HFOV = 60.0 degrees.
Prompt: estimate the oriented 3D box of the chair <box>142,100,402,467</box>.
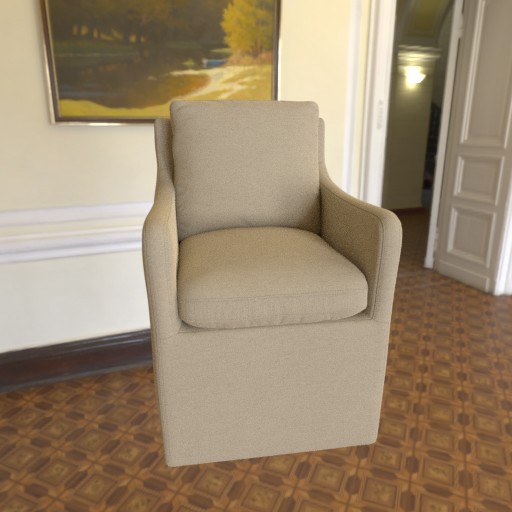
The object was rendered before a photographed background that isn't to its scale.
[{"bbox_3d":[0.000,0.000,1.344,0.626,0.914,0.694,-3,17,-9],"label":"chair"}]
